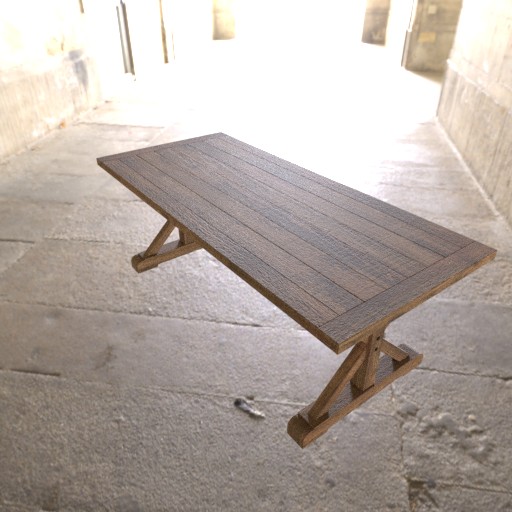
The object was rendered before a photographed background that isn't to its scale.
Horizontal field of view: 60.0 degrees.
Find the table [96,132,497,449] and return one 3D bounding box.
[{"bbox_3d":[0.000,0.000,2.435,0.907,0.733,2.031,-22,38,-31],"label":"table"}]
